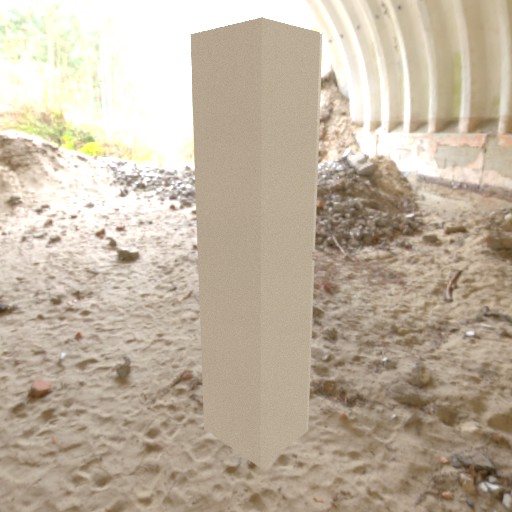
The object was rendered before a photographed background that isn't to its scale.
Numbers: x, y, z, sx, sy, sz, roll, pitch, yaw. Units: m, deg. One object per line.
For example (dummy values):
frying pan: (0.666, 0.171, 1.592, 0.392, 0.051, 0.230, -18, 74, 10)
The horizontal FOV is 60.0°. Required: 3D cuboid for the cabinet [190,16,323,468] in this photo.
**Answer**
cabinet: (0.000, 0.000, 1.529, 0.300, 1.400, 0.270, 14, 21, 42)
